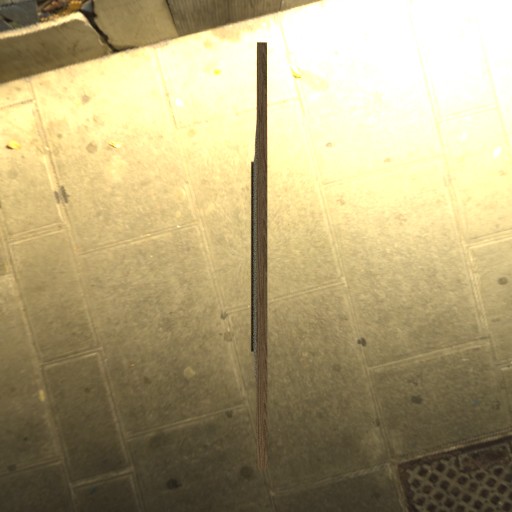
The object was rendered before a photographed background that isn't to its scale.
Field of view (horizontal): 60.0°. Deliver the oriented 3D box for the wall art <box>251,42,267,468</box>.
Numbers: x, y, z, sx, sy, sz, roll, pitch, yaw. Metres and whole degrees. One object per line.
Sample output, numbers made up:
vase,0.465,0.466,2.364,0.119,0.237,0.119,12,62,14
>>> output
wall art,0.000,0.000,0.779,0.011,0.605,0.458,0,90,-1
